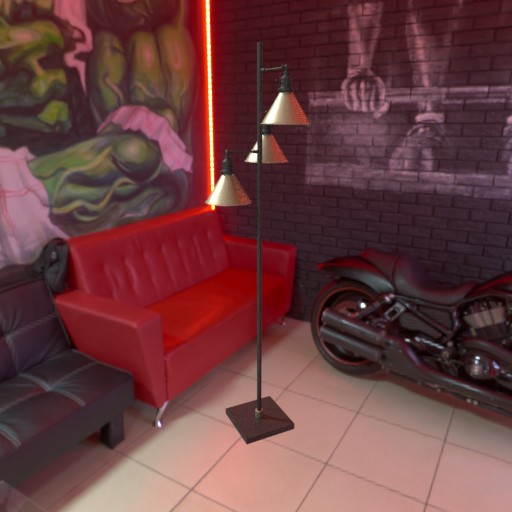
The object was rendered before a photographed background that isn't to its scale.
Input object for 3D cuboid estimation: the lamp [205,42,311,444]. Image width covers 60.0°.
[{"bbox_3d":[0.000,0.000,1.938,0.415,1.716,0.428,-8,18,-25],"label":"lamp"}]
